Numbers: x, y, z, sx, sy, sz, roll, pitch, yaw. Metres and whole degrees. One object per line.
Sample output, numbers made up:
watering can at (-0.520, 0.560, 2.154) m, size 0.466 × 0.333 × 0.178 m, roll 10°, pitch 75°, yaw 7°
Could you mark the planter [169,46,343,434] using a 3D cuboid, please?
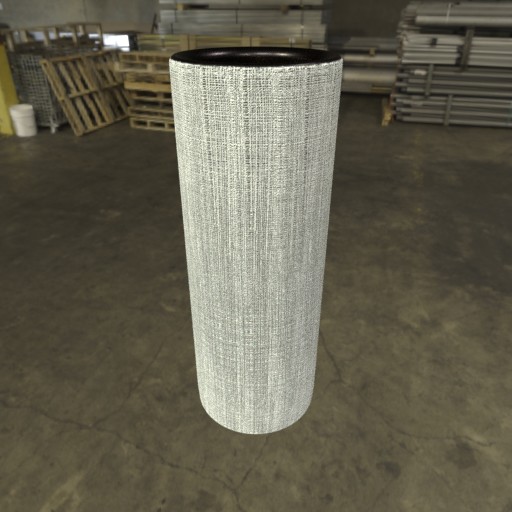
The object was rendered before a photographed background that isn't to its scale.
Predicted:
planter at (0.000, 0.000, 0.324) m, size 0.100 × 0.270 × 0.100 m, roll 9°, pitch 31°, yaw 15°
